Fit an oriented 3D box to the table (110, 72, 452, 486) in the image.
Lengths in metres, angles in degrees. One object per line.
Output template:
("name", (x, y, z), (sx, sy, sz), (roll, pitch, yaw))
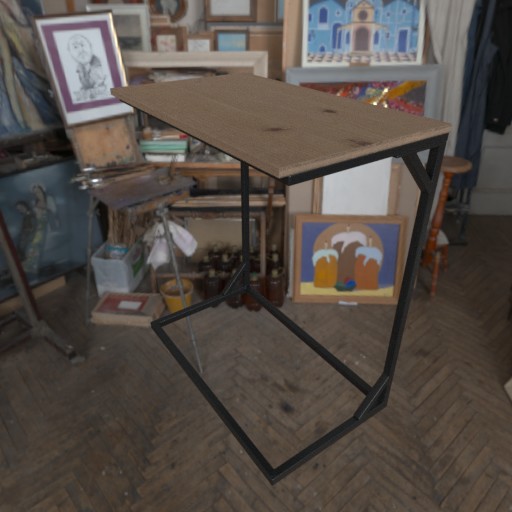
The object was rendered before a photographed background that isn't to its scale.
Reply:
("table", (0.000, 0.000, 1.009), (0.351, 0.673, 0.597), (-20, 37, -29))
